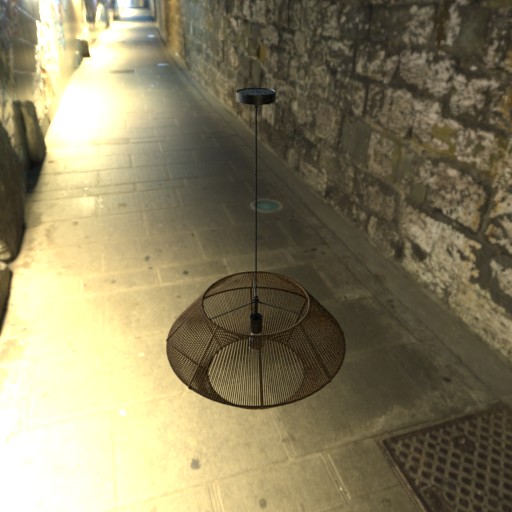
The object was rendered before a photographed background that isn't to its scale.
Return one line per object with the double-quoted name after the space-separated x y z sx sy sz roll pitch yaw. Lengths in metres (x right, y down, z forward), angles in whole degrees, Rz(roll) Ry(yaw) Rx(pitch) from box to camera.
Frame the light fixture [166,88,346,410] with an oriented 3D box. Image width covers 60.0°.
0.000 0.000 1.426 0.643 1.009 0.643 0 30 0 "light fixture"
